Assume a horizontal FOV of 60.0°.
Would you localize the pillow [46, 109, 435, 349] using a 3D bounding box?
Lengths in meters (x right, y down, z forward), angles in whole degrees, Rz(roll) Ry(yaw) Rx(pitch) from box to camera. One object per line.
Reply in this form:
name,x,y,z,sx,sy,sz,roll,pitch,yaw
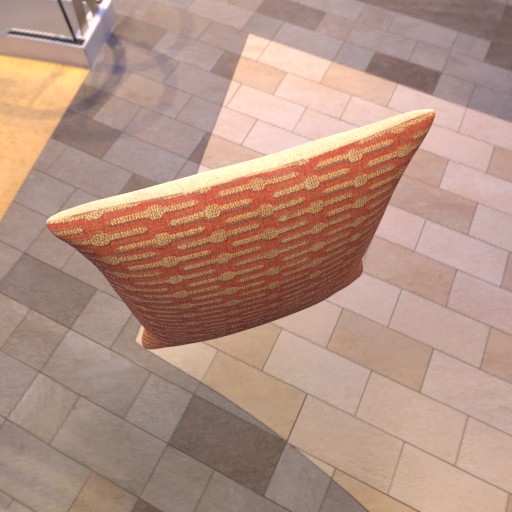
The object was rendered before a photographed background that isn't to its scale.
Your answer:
pillow,0.000,0.000,0.761,0.511,0.503,0.182,-18,65,-9
